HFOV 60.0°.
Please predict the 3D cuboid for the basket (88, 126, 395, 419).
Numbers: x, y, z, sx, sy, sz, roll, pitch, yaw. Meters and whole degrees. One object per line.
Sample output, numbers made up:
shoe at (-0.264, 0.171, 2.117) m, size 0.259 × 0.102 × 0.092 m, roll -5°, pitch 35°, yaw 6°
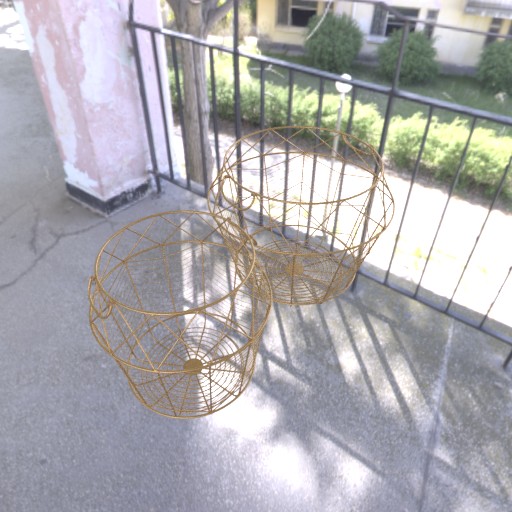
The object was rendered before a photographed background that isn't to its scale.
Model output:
basket at (0.000, 0.000, 1.021) m, size 0.451 × 0.343 × 0.805 m, roll 26°, pitch 47°, yaw 28°
